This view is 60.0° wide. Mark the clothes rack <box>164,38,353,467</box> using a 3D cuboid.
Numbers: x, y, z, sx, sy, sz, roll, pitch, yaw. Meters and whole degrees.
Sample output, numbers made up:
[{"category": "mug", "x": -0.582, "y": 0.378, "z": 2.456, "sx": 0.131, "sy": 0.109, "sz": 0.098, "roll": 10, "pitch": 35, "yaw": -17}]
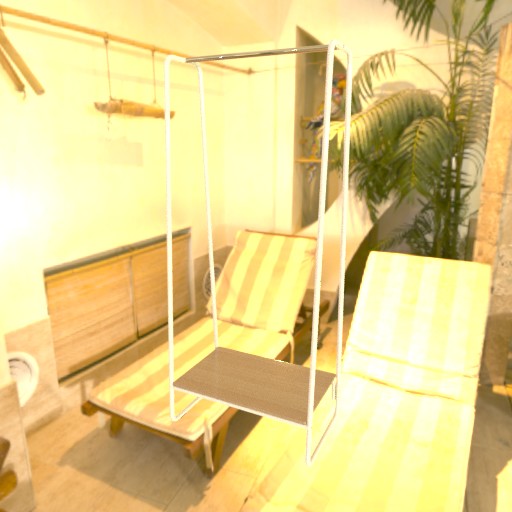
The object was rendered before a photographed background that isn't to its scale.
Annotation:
[{"category": "clothes rack", "x": 0.000, "y": 0.000, "z": 1.763, "sx": 0.640, "sy": 1.500, "sz": 0.400, "roll": 7, "pitch": 17, "yaw": 26}]
